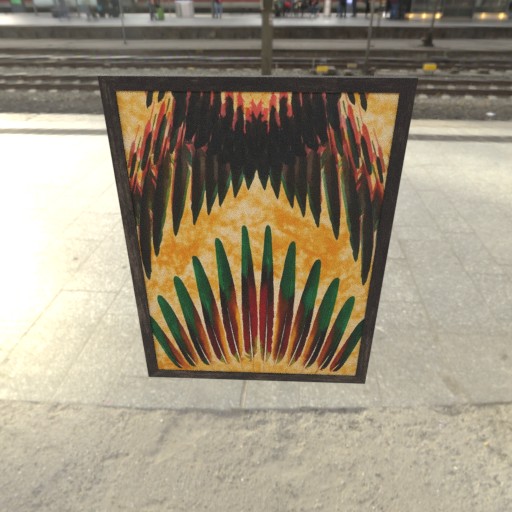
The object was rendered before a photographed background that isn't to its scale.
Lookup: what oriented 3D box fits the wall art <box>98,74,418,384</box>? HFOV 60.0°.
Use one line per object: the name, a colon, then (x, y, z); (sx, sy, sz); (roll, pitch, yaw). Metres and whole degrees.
wall art: (0.000, 0.000, 1.403); (0.812, 1.066, 0.029); (1, 30, 2)
